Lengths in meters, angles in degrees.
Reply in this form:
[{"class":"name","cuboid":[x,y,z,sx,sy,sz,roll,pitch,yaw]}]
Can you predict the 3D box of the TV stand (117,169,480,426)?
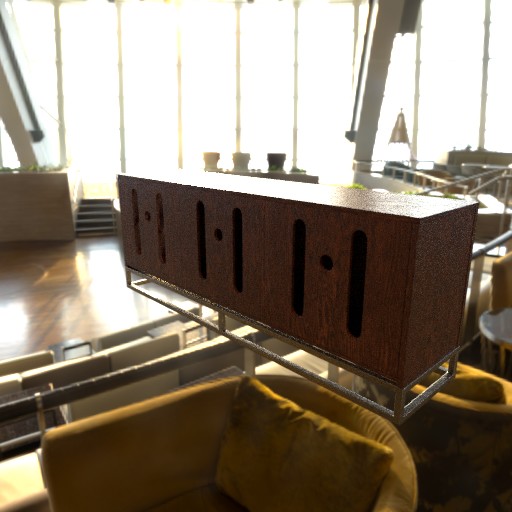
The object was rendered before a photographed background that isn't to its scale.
[{"class":"TV stand","cuboid":[0.000,0.000,1.798,0.382,0.578,1.541,-14,21,-41]}]
